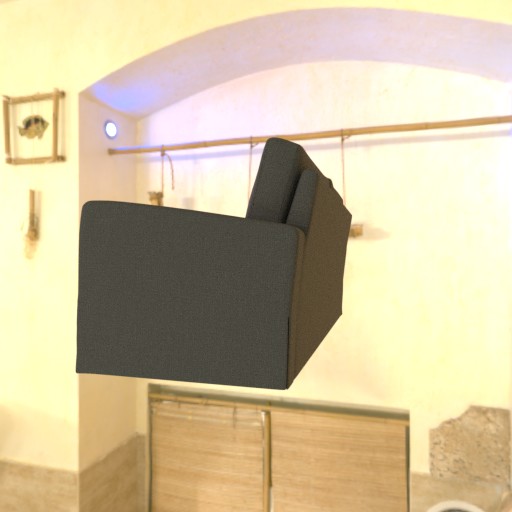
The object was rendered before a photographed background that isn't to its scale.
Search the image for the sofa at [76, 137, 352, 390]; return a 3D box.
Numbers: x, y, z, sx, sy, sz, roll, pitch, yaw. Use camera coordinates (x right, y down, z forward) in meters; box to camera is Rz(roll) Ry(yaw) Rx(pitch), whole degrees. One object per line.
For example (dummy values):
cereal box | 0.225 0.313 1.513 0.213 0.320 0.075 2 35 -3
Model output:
sofa | 0.000 0.000 2.362 0.898 0.839 1.852 0 0 16
